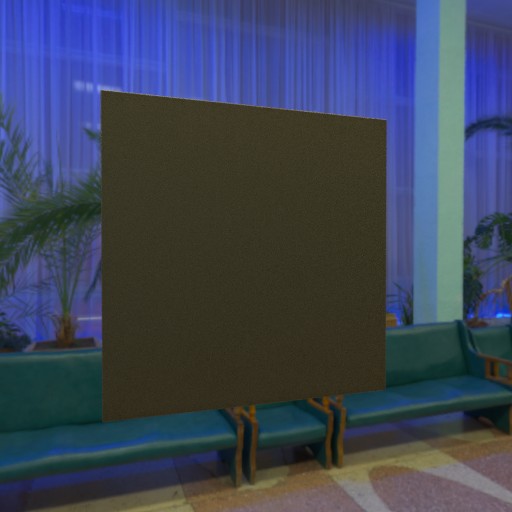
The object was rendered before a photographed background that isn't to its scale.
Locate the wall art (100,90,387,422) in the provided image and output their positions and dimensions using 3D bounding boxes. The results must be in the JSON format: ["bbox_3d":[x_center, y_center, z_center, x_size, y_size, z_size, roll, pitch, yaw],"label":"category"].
[{"bbox_3d":[0.000,0.000,0.765,0.503,0.506,0.031,0,1,-18],"label":"wall art"}]
